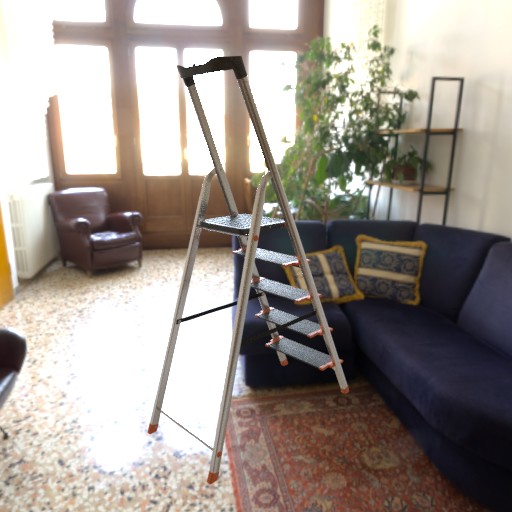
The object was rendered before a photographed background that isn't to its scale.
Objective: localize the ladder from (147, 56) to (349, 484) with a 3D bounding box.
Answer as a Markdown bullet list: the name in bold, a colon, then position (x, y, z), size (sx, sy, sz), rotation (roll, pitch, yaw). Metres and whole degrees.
- **ladder**: position (0.000, 0.000, 2.090), size (0.995, 1.646, 0.480), rotation (-14, 20, -43)
